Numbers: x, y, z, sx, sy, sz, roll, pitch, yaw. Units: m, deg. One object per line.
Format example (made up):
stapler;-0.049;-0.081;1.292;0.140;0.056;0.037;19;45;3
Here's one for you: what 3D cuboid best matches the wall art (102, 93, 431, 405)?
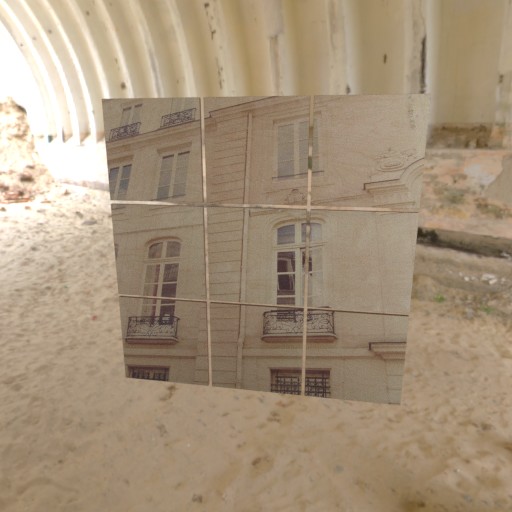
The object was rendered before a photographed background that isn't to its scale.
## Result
wall art;0.000;0.000;1.795;1.221;1.218;0.024;3;15;10
